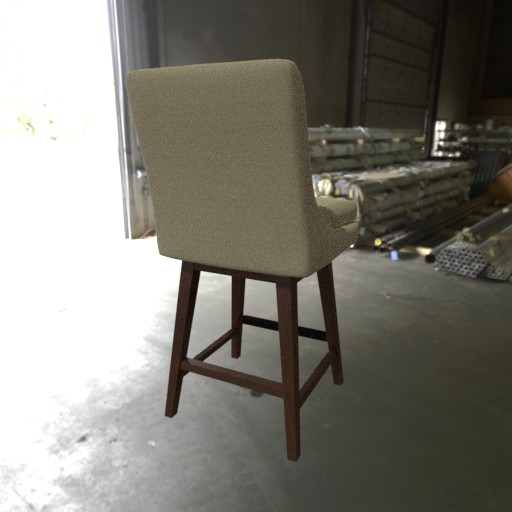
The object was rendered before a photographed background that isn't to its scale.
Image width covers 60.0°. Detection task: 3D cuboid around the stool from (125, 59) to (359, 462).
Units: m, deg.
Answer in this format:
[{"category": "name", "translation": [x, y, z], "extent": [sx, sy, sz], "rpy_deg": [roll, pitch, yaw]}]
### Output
[{"category": "stool", "translation": [0.000, 0.000, 1.309], "extent": [0.483, 0.991, 0.559], "rpy_deg": [8, 18, 26]}]
